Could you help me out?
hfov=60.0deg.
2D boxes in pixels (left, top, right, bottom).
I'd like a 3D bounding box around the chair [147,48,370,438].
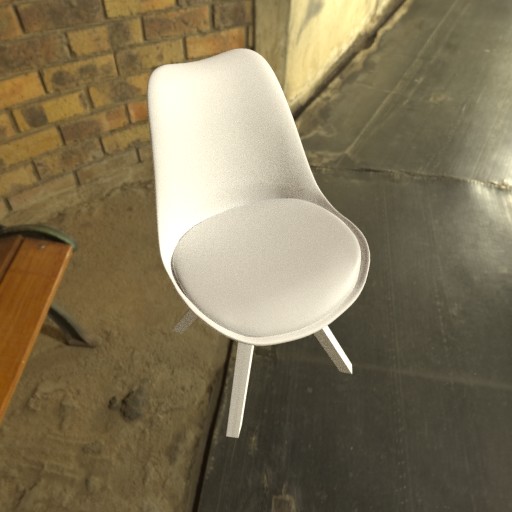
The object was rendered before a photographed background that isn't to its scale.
[{"bbox_3d":[0.000,0.000,1.166,0.485,0.850,0.550,-23,51,-20],"label":"chair"}]
